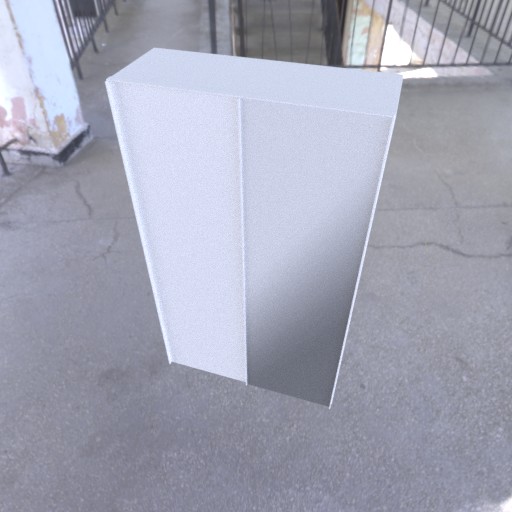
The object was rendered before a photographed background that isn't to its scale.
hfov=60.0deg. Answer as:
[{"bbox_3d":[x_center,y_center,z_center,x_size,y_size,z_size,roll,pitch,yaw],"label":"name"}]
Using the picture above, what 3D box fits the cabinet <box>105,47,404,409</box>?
[{"bbox_3d":[0.000,0.000,2.698,1.250,2.160,0.480,12,44,13],"label":"cabinet"}]
